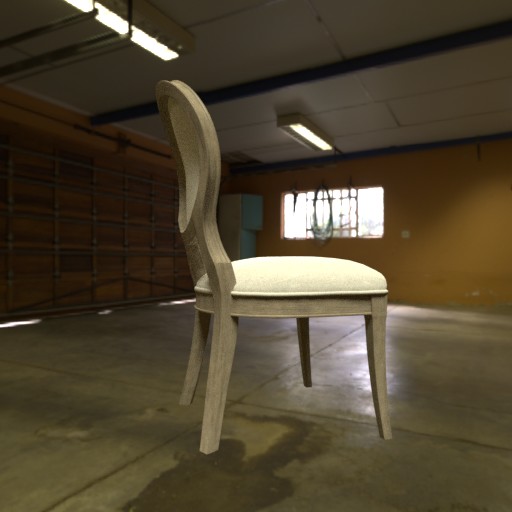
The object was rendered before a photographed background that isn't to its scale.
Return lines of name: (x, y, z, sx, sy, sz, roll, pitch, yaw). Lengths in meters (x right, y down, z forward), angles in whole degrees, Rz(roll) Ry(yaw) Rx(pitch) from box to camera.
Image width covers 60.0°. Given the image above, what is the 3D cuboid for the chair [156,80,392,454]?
chair: (0.000, 0.000, 1.360, 0.602, 0.990, 0.558, 0, 0, -18)
